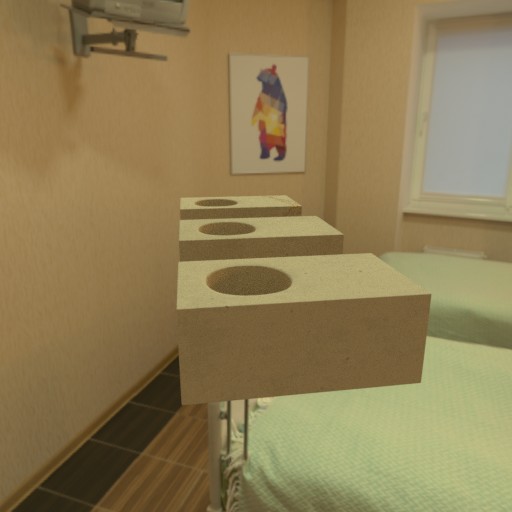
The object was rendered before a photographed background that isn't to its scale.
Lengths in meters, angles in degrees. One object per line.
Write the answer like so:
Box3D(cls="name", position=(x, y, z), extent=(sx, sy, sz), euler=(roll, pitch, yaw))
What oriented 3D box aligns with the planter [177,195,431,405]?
Box3D(cls="planter", position=(0.000, 0.000, 0.379), extent=(0.127, 0.051, 0.333), euler=(-3, 17, -9))
